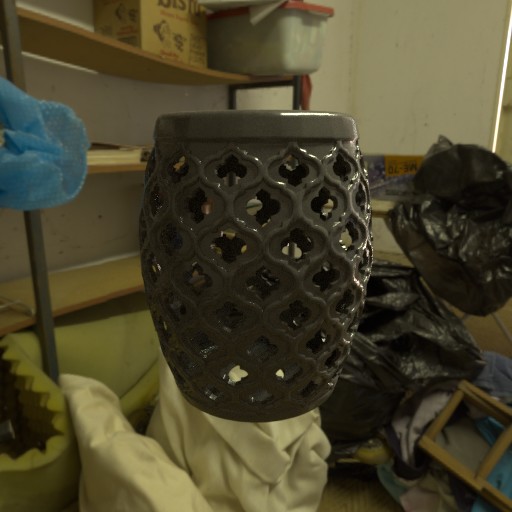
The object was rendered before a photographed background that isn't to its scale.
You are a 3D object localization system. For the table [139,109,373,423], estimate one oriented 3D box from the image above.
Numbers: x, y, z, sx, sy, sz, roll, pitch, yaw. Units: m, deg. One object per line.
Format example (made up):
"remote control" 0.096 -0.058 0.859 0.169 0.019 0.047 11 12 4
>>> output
"table" 0.000 0.000 0.640 0.325 0.388 0.325 0 15 0
